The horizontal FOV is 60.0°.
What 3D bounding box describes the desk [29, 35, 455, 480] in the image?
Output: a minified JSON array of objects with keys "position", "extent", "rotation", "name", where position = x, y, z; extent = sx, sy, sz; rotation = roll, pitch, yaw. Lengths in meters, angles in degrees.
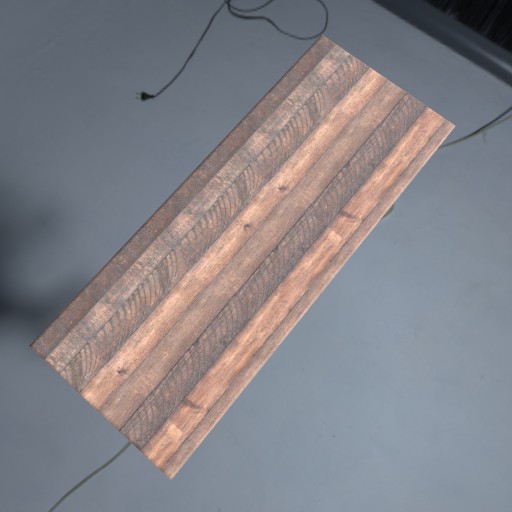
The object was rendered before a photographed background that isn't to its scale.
[{"position":[0.000,0.000,1.887],"extent":[0.617,0.753,1.538],"rotation":[39,79,9],"name":"desk"}]
